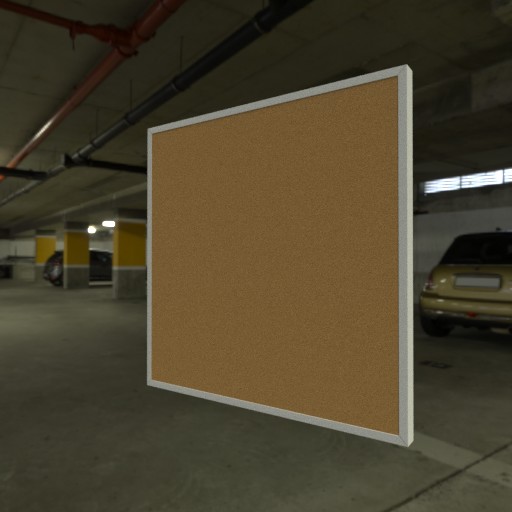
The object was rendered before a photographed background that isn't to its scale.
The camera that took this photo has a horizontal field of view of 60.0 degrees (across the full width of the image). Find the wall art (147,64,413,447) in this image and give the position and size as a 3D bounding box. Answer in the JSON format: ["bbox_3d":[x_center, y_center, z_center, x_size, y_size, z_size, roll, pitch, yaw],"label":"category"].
[{"bbox_3d":[0.000,0.000,1.116,0.762,0.762,0.038,0,-1,35],"label":"wall art"}]
